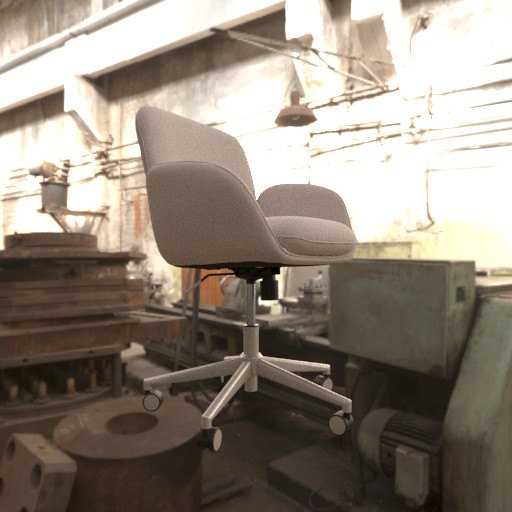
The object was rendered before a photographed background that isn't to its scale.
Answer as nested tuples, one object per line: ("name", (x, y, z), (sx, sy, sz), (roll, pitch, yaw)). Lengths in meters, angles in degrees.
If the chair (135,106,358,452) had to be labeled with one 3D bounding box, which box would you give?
("chair", (0.000, 0.000, 1.371), (0.633, 0.959, 0.648), (0, 0, 37))
